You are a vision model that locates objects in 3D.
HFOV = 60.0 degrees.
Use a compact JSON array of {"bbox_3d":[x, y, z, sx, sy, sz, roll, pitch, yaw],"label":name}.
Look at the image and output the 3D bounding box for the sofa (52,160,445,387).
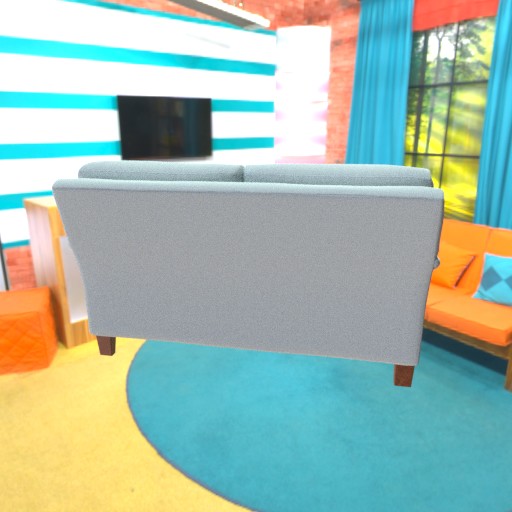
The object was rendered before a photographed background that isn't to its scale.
[{"bbox_3d":[0.000,0.000,2.559,1.853,1.101,1.084,3,17,11],"label":"sofa"}]
